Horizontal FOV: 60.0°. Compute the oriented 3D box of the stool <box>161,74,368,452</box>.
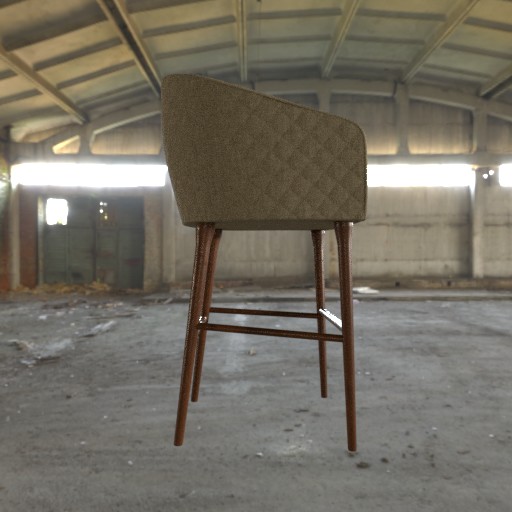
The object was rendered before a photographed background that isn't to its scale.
[{"bbox_3d":[0.000,0.000,1.452,0.607,1.078,0.559,0,0,-1],"label":"stool"}]
